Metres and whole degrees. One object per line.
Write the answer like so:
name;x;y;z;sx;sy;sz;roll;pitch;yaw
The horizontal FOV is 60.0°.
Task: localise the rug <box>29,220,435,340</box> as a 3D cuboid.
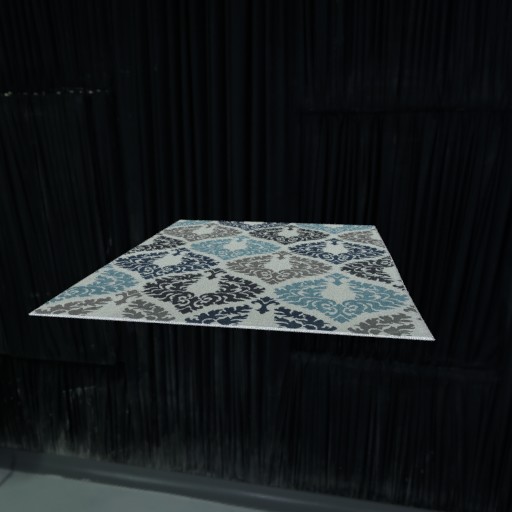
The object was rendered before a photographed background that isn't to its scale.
rug;0.000;0.000;4.027;2.423;0.014;3.040;2;16;8
